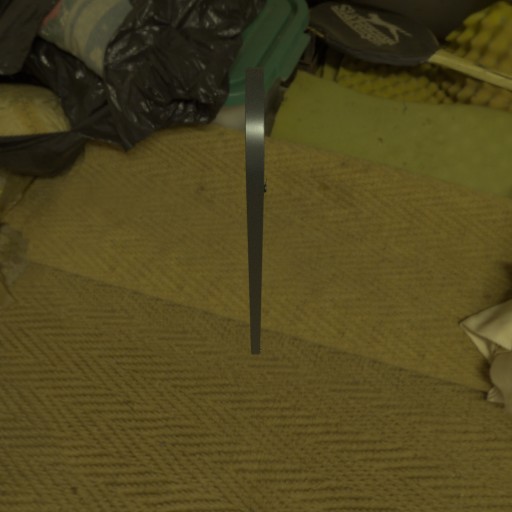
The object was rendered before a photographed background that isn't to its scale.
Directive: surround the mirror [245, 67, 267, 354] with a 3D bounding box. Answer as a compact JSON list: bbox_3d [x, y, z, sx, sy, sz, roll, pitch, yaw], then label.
[{"bbox_3d":[0.000,0.000,1.081,0.032,0.991,0.222,0,59,0],"label":"mirror"}]
